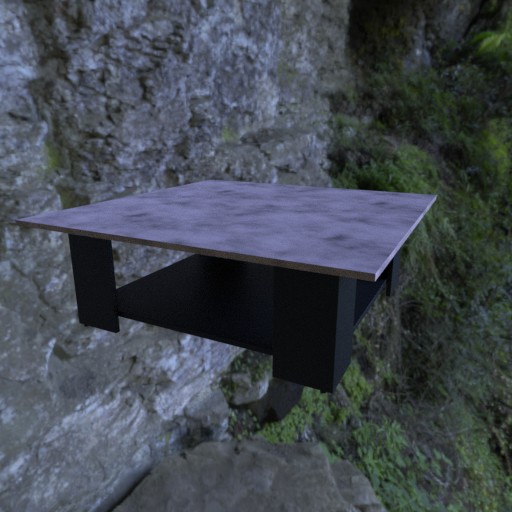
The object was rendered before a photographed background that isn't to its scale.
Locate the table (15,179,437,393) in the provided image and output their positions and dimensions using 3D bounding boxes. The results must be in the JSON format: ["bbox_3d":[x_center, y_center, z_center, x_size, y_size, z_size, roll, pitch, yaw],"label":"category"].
[{"bbox_3d":[0.000,0.000,1.330,0.890,0.305,0.890,9,19,26],"label":"table"}]
